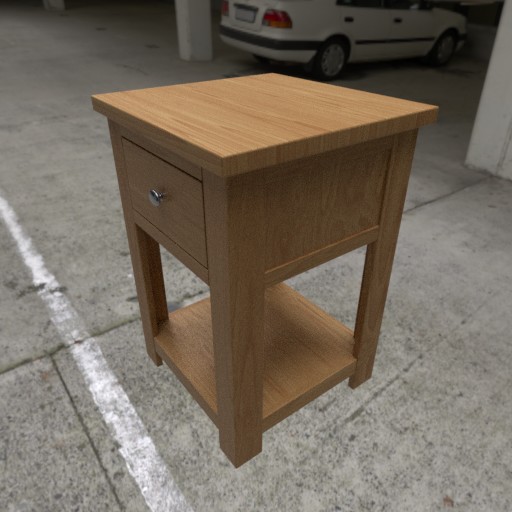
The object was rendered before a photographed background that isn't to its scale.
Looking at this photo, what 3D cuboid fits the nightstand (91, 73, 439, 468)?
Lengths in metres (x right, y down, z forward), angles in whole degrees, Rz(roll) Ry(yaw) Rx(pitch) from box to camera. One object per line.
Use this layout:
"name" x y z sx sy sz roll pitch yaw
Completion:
"nightstand" 0.000 0.000 0.908 0.418 0.614 0.428 -21 37 -31
